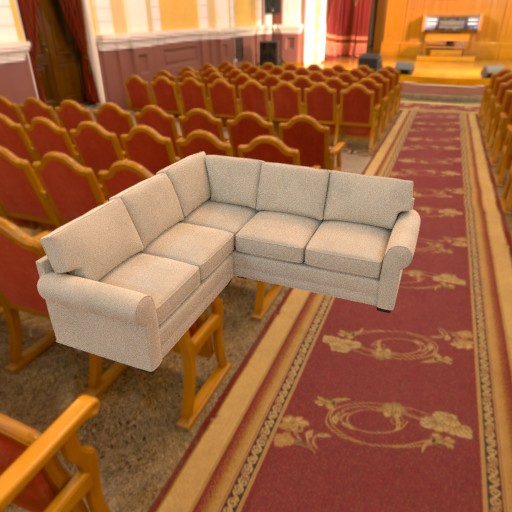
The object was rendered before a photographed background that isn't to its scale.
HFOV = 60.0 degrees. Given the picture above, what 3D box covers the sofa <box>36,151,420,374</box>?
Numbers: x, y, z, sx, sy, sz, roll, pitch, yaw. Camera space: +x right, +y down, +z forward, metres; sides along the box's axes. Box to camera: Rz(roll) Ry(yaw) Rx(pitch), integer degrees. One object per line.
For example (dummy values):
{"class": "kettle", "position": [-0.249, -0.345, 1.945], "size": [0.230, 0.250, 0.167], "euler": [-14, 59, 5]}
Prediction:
{"class": "sofa", "position": [0.000, 0.000, 3.888], "size": [2.569, 1.054, 2.487], "euler": [11, 31, 19]}
